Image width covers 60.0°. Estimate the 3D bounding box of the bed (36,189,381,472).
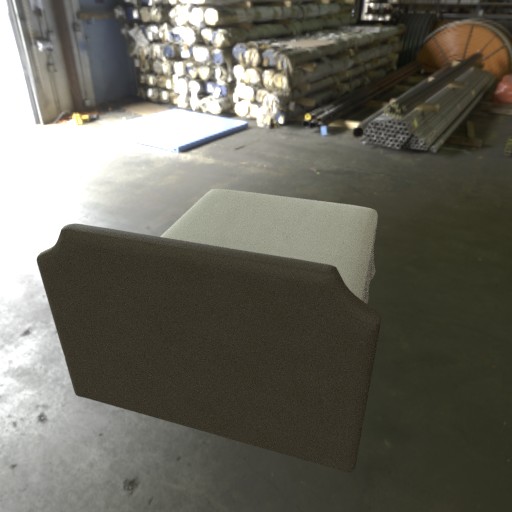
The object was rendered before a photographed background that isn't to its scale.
[{"bbox_3d":[0.000,0.000,3.243,1.831,1.297,2.181,9,32,15],"label":"bed"}]
